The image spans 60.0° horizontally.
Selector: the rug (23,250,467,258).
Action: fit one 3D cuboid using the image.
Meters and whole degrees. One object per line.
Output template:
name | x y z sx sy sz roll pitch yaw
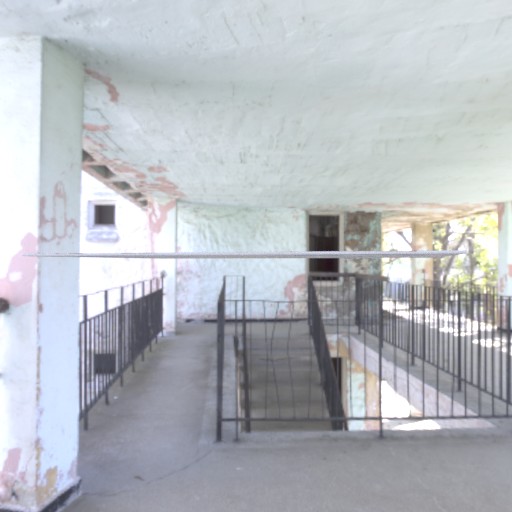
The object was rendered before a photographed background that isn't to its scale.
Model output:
rug | 0.000 0.000 2.850 2.275 0.014 1.514 0 -1 18
